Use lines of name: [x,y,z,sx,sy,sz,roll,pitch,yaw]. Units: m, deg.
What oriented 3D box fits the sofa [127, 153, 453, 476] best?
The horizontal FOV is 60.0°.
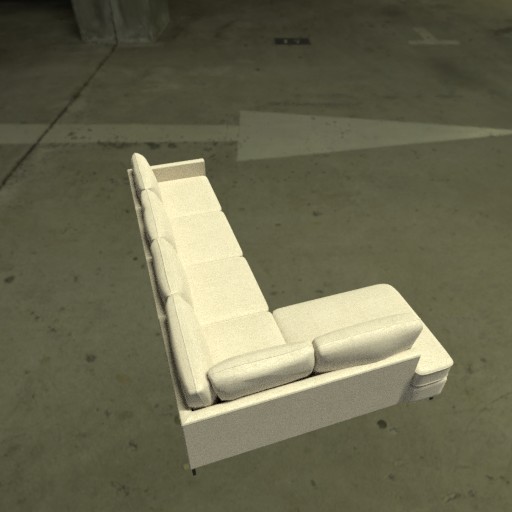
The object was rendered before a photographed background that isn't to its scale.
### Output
sofa: [0.000,0.000,4.307,2.048,0.996,3.384,-12,42,-14]
